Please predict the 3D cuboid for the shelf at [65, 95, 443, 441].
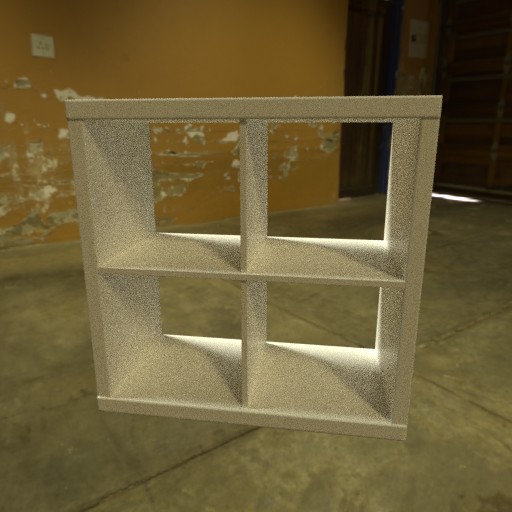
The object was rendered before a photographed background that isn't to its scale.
[{"bbox_3d":[0.000,0.000,1.206,0.790,0.786,0.390,2,16,8],"label":"shelf"}]
